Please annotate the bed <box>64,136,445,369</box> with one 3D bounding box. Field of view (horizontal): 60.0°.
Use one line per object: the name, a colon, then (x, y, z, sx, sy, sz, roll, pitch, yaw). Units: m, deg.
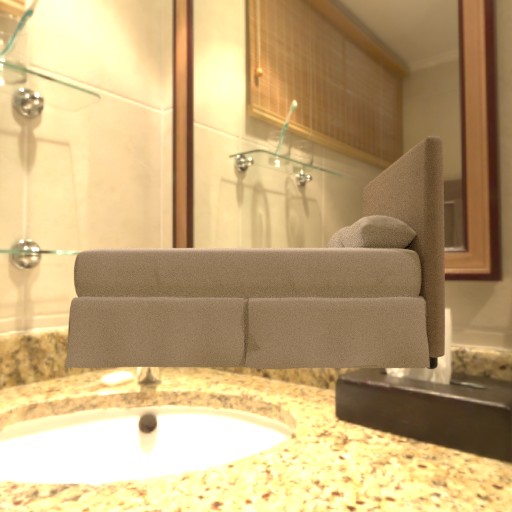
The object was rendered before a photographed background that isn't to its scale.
bed: (0.000, 0.000, 3.285, 2.162, 1.330, 1.713, 0, -1, 1)
